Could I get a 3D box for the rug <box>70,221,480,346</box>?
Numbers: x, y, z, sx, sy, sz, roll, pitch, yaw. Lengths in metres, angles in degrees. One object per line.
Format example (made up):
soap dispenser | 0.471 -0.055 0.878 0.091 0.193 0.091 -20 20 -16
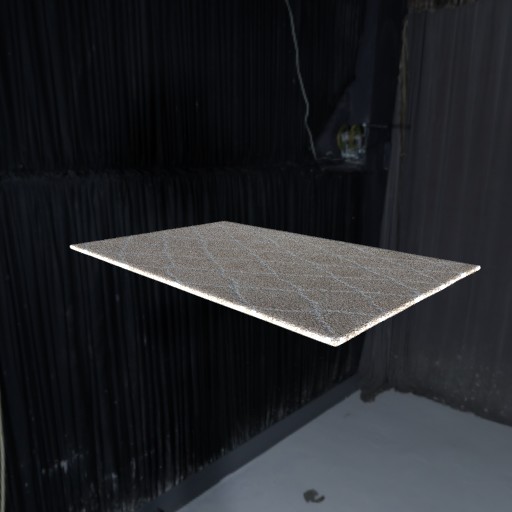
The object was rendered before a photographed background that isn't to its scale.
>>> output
rug | 0.000 0.000 3.472 2.743 0.030 1.778 13 19 43
